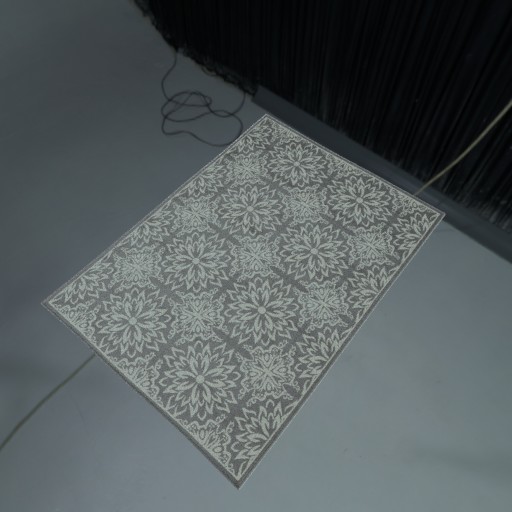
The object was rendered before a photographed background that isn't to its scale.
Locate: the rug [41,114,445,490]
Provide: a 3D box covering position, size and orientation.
[{"bbox_3d":[0.000,0.000,2.907,1.608,0.014,2.213,35,64,20],"label":"rug"}]
